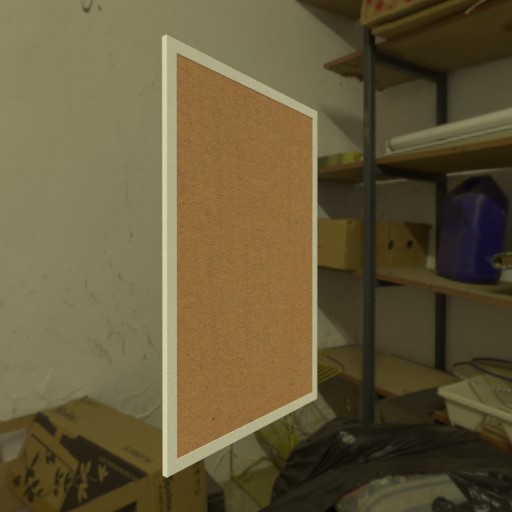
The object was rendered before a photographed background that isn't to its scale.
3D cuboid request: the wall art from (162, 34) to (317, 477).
[{"bbox_3d":[0.000,0.000,1.233,0.015,0.965,0.660,0,0,37],"label":"wall art"}]
